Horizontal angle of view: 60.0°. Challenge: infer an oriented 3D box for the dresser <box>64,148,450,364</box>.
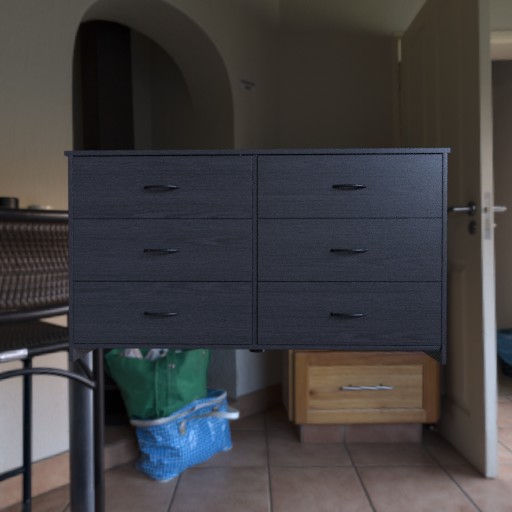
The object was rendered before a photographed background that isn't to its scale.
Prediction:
[{"bbox_3d":[0.000,0.000,1.732,1.360,0.755,0.401,0,1,2],"label":"dresser"}]
